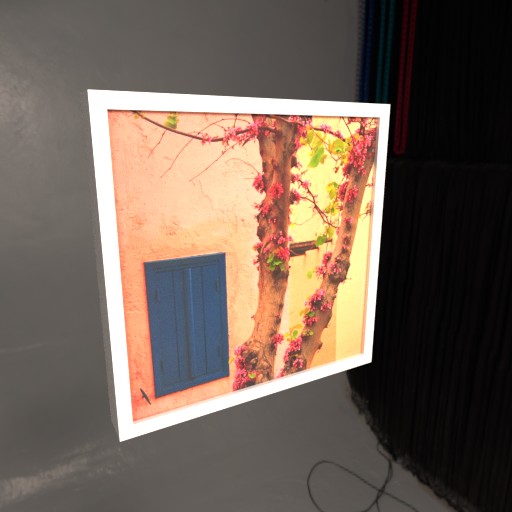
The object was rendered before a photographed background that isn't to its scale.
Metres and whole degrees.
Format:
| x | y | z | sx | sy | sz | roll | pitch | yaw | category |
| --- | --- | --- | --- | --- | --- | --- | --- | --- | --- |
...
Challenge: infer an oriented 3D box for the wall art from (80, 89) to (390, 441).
| x | y | z | sx | sy | sz | roll | pitch | yaw | category |
| --- | --- | --- | --- | --- | --- | --- | --- | --- | --- |
| 0.000 | 0.000 | 0.452 | 0.305 | 0.302 | 0.038 | -8 | 17 | -28 | wall art |
